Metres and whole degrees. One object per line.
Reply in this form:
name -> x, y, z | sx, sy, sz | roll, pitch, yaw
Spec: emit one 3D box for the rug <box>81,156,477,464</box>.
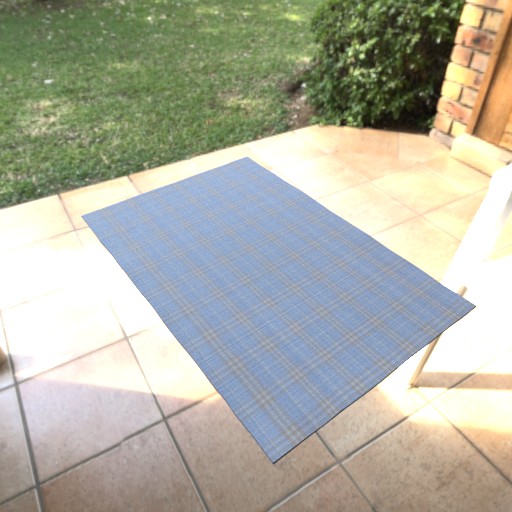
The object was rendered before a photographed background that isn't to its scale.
rug -> 0.000, 0.000, 2.354 | 1.231, 0.012, 1.835 | -26, 47, -27
